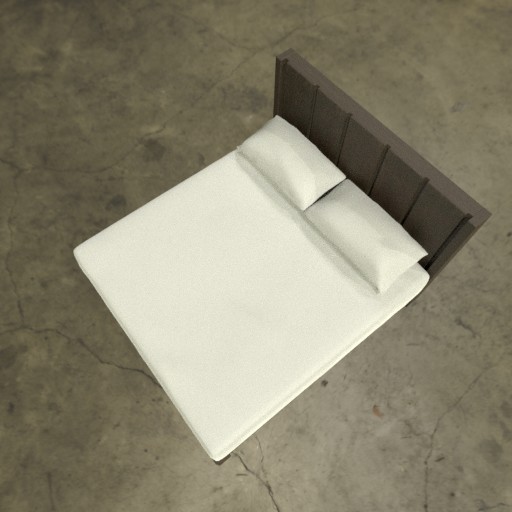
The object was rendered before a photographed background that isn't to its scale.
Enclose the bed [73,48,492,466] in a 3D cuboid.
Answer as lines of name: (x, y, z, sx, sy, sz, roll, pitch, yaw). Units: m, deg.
bed: (0.000, 0.000, 3.050, 1.992, 1.261, 1.735, -35, 68, -16)
